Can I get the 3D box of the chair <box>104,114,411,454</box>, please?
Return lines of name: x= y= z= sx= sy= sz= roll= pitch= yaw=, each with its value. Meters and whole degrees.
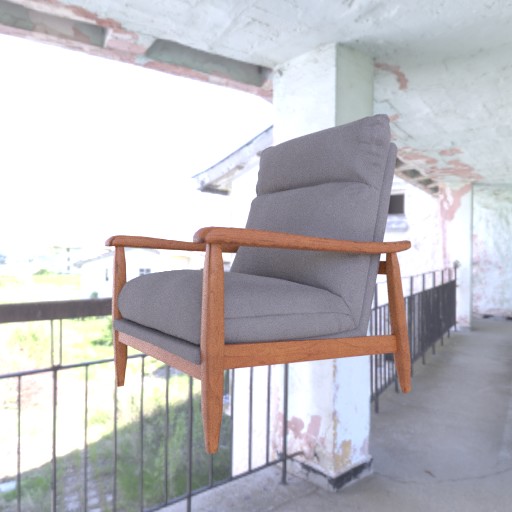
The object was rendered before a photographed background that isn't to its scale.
chair: x=0.000 y=0.000 z=1.522 sx=0.816 sy=0.922 sz=0.782 roll=0 pitch=1 yaw=-36
